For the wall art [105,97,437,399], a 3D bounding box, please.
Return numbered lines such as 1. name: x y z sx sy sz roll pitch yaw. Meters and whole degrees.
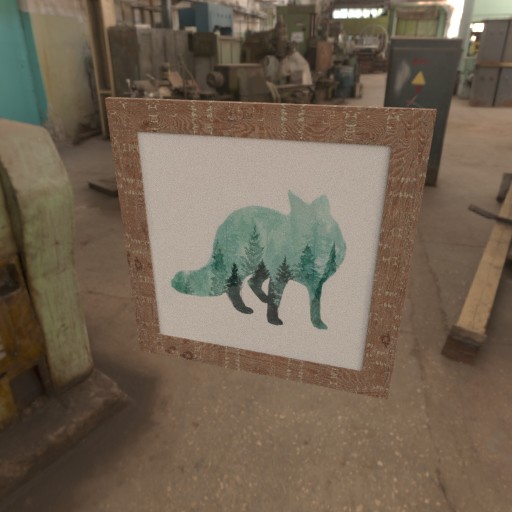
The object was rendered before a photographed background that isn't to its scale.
1. wall art: 0.000 0.000 0.585 0.384 0.384 0.012 7 27 15
